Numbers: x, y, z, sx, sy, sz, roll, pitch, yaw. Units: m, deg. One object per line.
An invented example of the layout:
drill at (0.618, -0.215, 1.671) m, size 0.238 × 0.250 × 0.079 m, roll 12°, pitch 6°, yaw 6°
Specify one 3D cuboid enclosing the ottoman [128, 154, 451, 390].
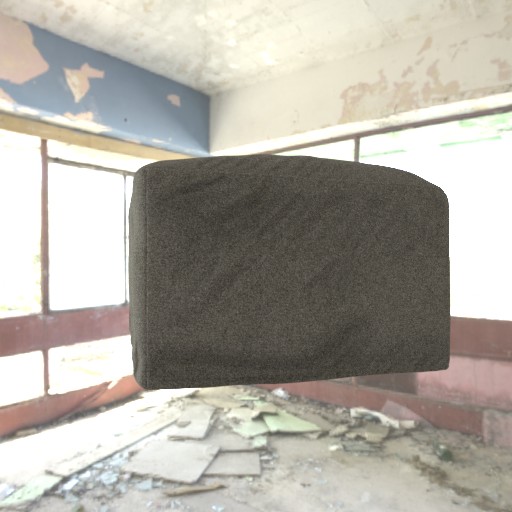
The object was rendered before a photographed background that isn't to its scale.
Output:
ottoman at (0.000, 0.000, 1.236) m, size 0.683 × 0.481 × 0.837 m, roll 0°, pitch 0°, yaw -17°
